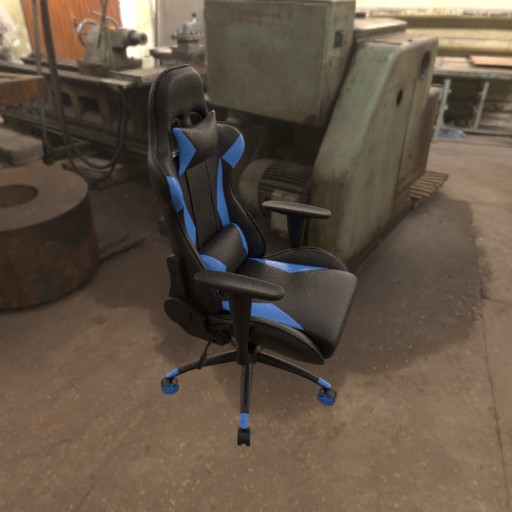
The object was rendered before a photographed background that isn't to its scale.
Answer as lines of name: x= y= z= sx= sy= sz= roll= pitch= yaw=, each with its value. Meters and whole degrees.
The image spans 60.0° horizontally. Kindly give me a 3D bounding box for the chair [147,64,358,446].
chair: x=0.000 y=0.000 z=1.644 sx=0.730 sy=1.282 sz=0.695 roll=11 pitch=32 yaw=19
